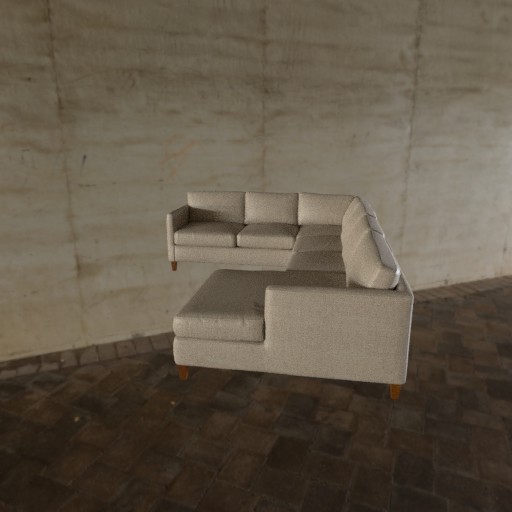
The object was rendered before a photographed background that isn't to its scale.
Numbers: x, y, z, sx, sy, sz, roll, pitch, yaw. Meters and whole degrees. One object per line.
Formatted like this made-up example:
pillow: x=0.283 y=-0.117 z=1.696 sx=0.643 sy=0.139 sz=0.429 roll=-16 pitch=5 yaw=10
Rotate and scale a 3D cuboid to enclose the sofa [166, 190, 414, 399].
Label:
sofa: x=0.000 y=0.000 z=4.609 sx=2.594 sy=0.961 sz=3.460 roll=3 pitch=16 yaw=9
